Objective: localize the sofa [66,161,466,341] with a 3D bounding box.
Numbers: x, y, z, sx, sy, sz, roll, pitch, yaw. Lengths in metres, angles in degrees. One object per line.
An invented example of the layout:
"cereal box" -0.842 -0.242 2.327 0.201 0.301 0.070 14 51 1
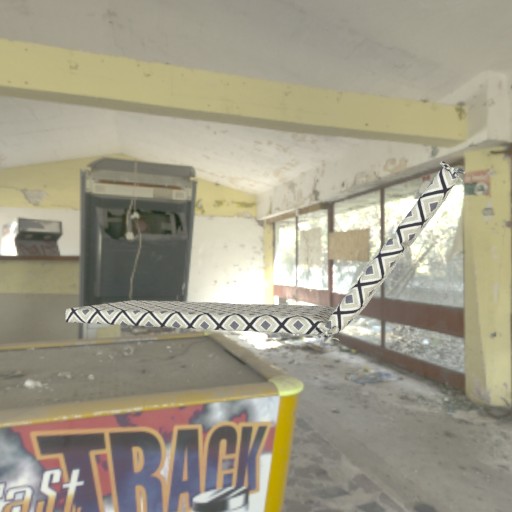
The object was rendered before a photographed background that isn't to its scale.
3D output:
"sofa" 0.000 0.000 1.983 1.663 0.622 0.582 0 -1 19
